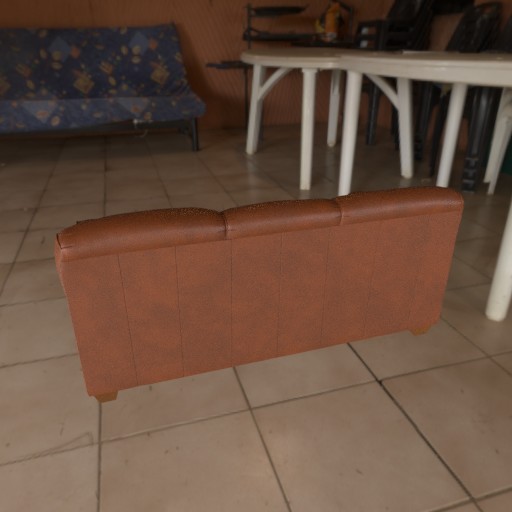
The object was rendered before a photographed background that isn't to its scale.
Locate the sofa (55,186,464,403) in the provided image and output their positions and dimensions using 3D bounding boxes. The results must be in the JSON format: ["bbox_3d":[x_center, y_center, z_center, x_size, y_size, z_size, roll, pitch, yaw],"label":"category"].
[{"bbox_3d":[0.000,0.000,2.633,2.039,0.953,1.008,-8,27,-16],"label":"sofa"}]
